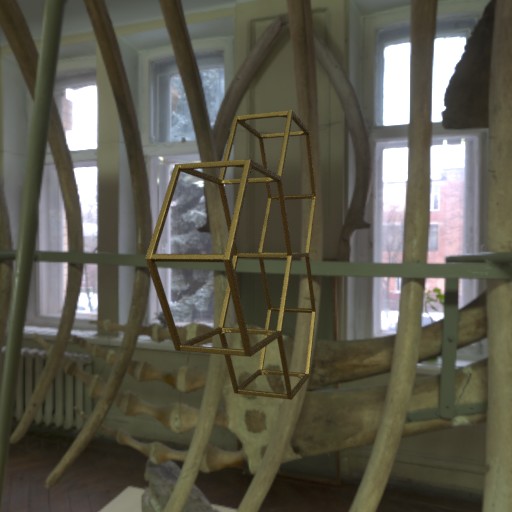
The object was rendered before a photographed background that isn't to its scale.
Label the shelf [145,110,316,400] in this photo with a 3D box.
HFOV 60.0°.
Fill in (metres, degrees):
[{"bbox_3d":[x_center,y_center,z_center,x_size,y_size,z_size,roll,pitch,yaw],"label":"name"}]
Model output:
[{"bbox_3d":[0.000,0.000,1.049,0.150,0.701,0.708,0,1,19],"label":"shelf"}]
